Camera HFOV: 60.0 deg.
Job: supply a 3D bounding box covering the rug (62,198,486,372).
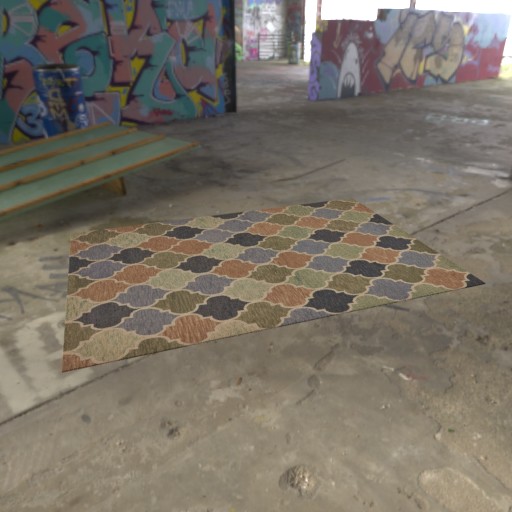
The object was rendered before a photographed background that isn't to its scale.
[{"bbox_3d":[0.000,0.000,2.298,1.828,0.006,1.216,-9,29,-17],"label":"rug"}]
